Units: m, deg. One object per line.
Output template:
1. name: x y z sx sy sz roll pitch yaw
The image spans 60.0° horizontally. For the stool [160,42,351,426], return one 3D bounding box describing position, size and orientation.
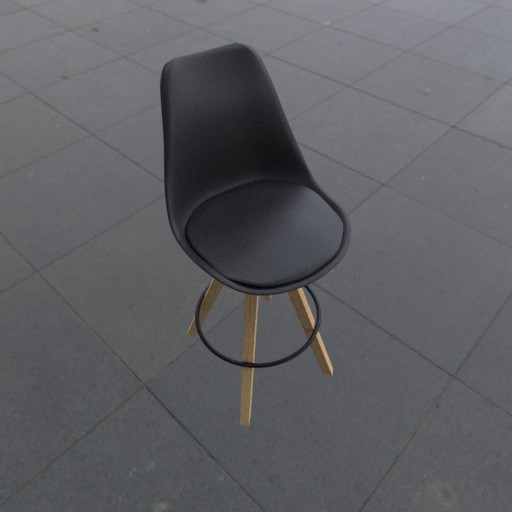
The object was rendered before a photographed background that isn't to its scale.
1. stool: 0.000 0.000 1.418 0.485 1.115 0.550 -24 51 -21
